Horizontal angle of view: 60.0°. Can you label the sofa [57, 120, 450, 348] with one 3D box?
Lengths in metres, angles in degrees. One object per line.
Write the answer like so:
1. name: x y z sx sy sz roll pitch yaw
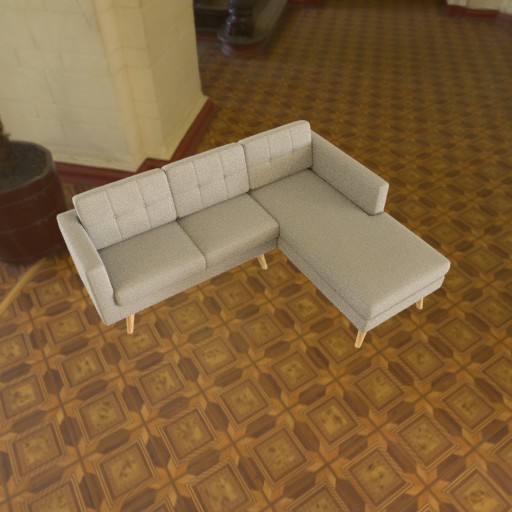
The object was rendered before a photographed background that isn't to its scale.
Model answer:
1. sofa: 0.000 0.000 2.920 2.040 0.860 1.530 -25 50 -23
